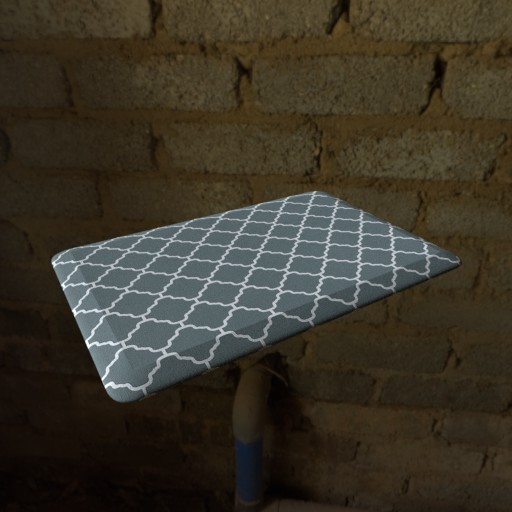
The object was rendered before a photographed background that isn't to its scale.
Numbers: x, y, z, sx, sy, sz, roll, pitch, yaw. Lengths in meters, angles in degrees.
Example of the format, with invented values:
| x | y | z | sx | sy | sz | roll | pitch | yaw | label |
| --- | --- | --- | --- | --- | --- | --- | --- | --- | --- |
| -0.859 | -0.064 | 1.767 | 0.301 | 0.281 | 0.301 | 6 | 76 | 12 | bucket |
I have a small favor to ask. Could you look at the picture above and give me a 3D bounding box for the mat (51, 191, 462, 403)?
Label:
| x | y | z | sx | sy | sz | roll | pitch | yaw | label |
| --- | --- | --- | --- | --- | --- | --- | --- | --- | --- |
| 0.000 | 0.000 | 0.959 | 0.762 | 0.021 | 0.508 | -17 | 33 | -27 | mat |
